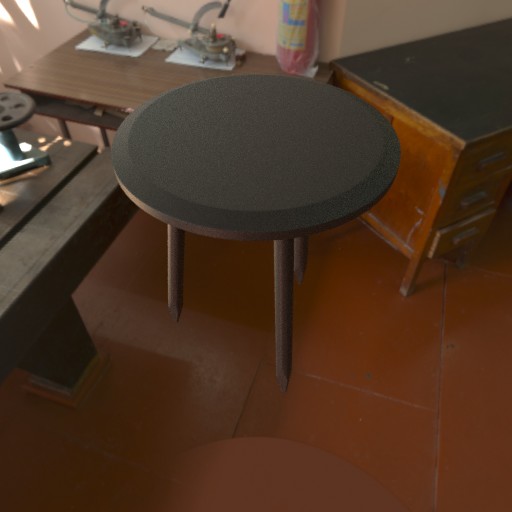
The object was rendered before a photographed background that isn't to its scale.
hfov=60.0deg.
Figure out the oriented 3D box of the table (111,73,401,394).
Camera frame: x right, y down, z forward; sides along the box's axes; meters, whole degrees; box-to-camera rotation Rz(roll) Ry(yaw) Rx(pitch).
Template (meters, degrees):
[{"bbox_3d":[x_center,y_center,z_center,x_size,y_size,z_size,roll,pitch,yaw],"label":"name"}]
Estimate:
[{"bbox_3d":[0.000,0.000,0.921,0.457,0.585,0.457,0,46,0],"label":"table"}]
